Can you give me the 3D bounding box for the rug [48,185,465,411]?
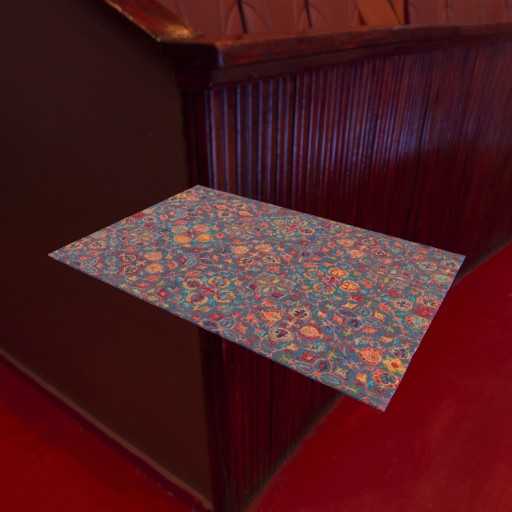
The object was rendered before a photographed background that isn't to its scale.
[{"bbox_3d":[0.000,0.000,2.334,1.836,0.014,1.216,19,35,29],"label":"rug"}]
